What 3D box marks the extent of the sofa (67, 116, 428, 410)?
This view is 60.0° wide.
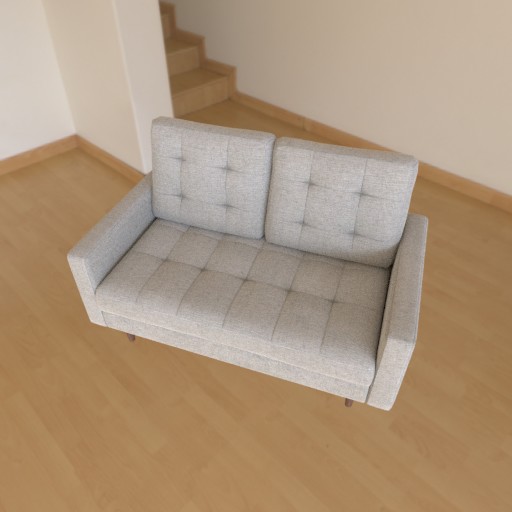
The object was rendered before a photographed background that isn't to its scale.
[{"bbox_3d":[0.000,0.000,2.002,1.407,0.907,0.842,13,43,14],"label":"sofa"}]
